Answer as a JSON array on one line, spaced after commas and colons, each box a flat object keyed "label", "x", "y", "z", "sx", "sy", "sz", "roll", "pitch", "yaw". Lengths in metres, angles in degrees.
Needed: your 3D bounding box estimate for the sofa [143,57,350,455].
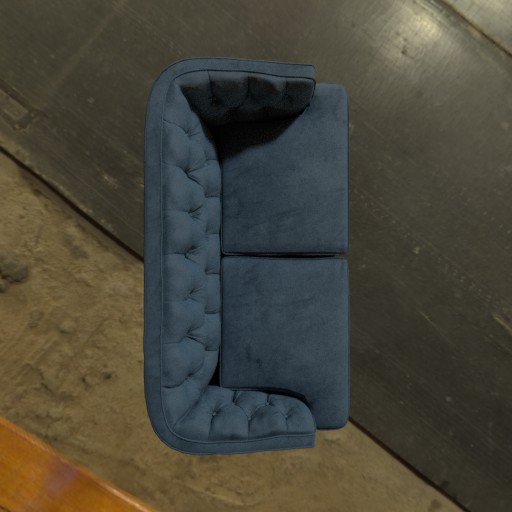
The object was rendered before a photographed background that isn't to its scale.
[{"label": "sofa", "x": 0.000, "y": 0.000, "z": 2.234, "sx": 0.941, "sy": 0.854, "sz": 1.733, "roll": 0, "pitch": 90, "yaw": 0}]
